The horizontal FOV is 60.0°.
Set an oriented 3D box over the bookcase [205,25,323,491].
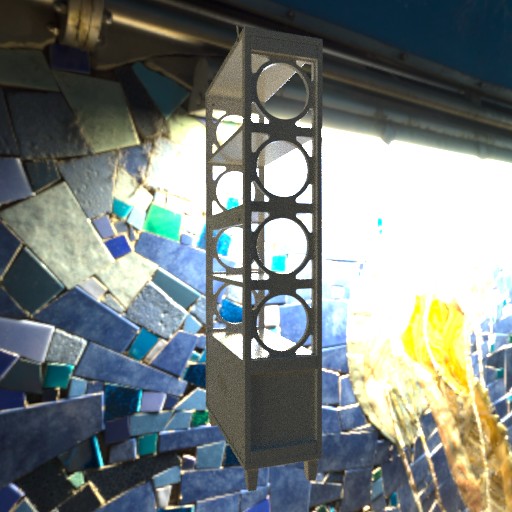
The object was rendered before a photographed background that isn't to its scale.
[{"bbox_3d":[0.000,0.000,2.136,0.361,1.869,0.761,0,1,-18],"label":"bookcase"}]
